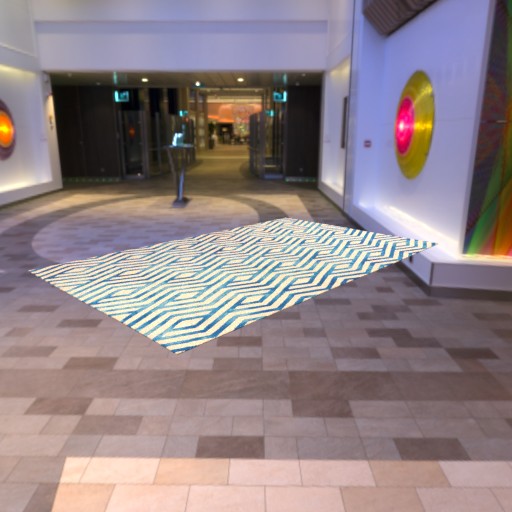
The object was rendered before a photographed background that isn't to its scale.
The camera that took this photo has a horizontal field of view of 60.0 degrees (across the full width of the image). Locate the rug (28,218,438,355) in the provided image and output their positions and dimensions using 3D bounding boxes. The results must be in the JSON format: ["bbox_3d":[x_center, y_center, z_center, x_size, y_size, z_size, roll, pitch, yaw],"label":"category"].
[{"bbox_3d":[0.000,0.000,3.049,1.531,0.008,2.439,15,21,42],"label":"rug"}]
